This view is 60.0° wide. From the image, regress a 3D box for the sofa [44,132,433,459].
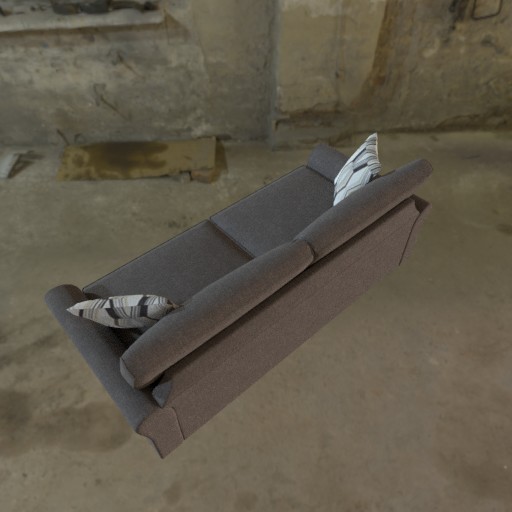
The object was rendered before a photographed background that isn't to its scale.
[{"bbox_3d":[0.000,0.000,2.463,2.032,0.813,0.889,-33,55,-27],"label":"sofa"}]
